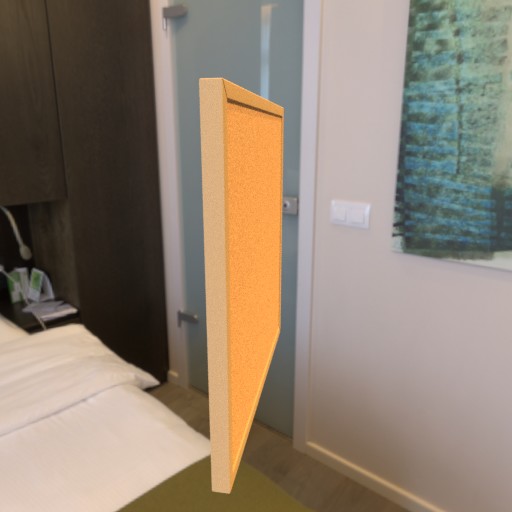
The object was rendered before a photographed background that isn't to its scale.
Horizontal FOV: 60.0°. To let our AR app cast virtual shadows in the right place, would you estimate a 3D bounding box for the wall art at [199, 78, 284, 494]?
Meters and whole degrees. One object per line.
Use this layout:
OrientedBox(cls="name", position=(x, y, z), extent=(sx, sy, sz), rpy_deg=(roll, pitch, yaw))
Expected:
OrientedBox(cls="wall art", position=(0.000, 0.000, 1.132), extent=(0.037, 0.761, 0.761), rpy_deg=(3, 15, 10))
